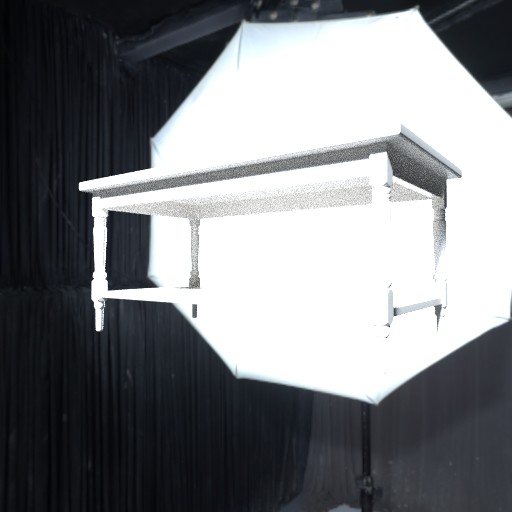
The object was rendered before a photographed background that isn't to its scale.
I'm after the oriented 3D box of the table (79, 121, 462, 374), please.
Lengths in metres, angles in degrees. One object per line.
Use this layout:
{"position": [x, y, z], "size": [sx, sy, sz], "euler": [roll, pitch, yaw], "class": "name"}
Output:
{"position": [0.000, 0.000, 1.410], "size": [1.107, 0.510, 0.550], "euler": [-1, -1, 37], "class": "table"}
